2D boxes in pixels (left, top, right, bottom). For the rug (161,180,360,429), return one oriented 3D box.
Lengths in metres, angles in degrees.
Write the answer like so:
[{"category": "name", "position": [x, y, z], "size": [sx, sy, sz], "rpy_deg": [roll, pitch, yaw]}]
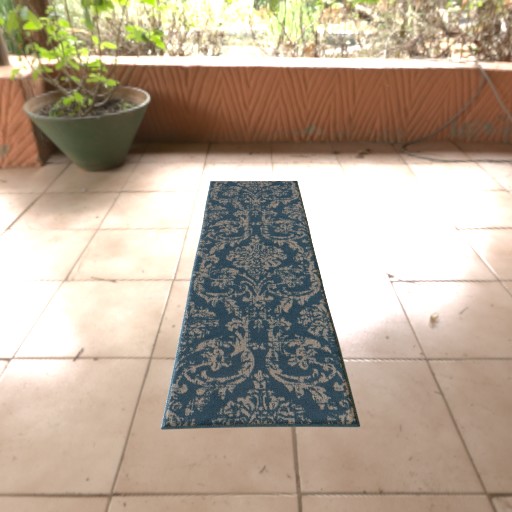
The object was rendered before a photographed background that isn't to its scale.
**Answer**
[{"category": "rug", "position": [0.000, 0.000, 2.404], "size": [0.662, 0.011, 2.196], "rpy_deg": [0, 31, -1]}]
